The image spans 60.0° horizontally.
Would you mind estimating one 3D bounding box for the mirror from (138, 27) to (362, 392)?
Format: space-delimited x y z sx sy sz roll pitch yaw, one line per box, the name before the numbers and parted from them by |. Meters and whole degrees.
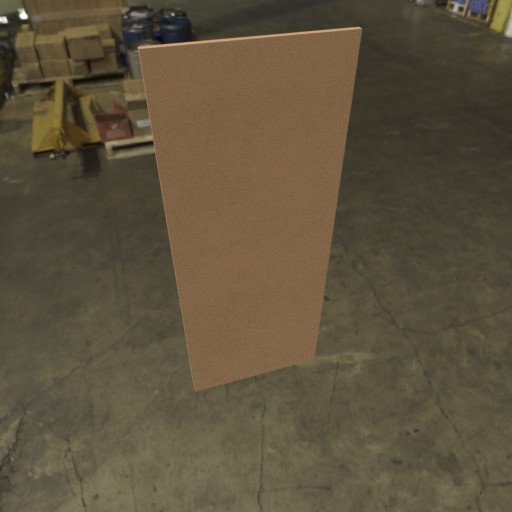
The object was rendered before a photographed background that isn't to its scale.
mirror | 0.000 0.000 2.218 0.812 2.031 0.026 -12 42 -13
